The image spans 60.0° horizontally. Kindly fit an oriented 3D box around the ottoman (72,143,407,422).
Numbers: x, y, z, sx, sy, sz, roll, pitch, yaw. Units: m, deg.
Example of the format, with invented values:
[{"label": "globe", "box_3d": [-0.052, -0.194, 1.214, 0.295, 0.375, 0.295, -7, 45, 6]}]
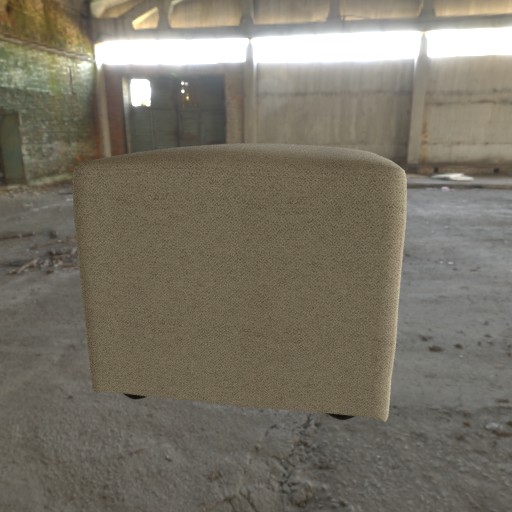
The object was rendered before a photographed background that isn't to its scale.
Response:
[{"label": "ottoman", "box_3d": [0.000, 0.000, 0.924, 0.512, 0.453, 0.521, 2, 15, 9]}]
